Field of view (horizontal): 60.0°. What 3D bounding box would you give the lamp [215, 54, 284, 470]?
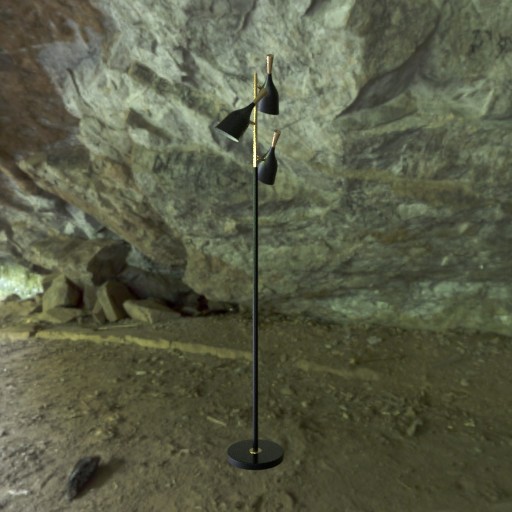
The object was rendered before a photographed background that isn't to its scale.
[{"bbox_3d":[0.000,0.000,1.970,0.253,1.778,0.434,0,-1,34],"label":"lamp"}]
